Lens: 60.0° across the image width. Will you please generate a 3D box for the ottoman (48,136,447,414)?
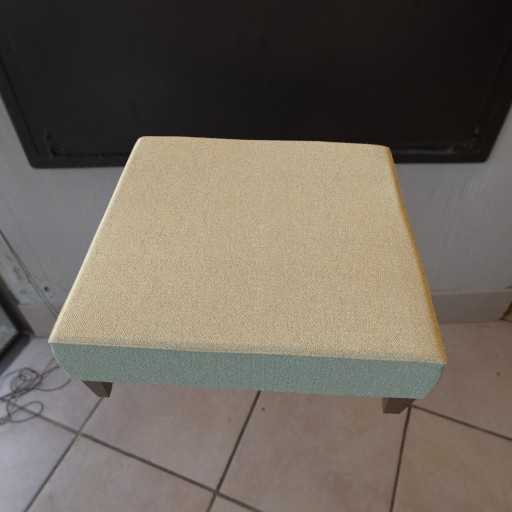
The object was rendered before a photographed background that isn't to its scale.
[{"bbox_3d":[0.000,0.000,1.530,1.004,0.379,0.968,2,46,2],"label":"ottoman"}]
